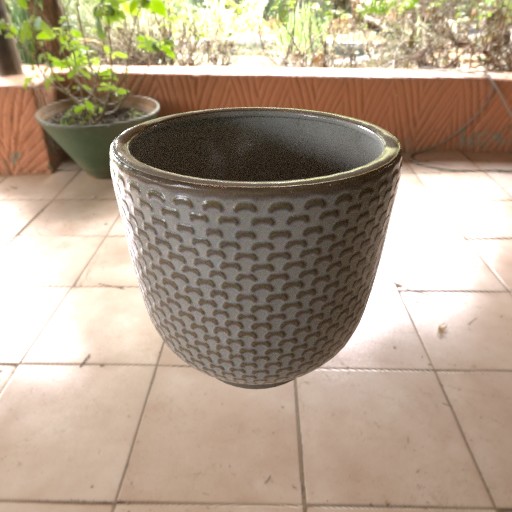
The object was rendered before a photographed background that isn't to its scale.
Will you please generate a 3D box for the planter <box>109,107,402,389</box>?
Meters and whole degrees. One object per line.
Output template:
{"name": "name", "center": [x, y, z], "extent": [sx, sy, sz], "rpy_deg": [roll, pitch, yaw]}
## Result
{"name": "planter", "center": [0.000, 0.000, 0.352], "extent": [0.197, 0.191, 0.197], "rpy_deg": [0, 30, 0]}
